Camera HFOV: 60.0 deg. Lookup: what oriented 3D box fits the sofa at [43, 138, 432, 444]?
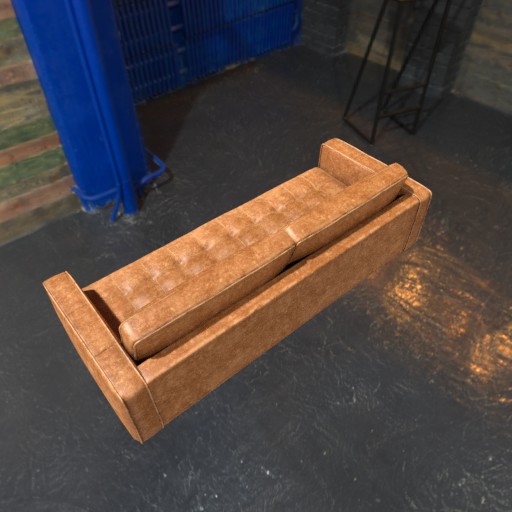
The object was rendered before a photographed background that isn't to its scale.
[{"bbox_3d":[0.000,0.000,2.659,2.199,0.779,0.886,-31,53,-26],"label":"sofa"}]
